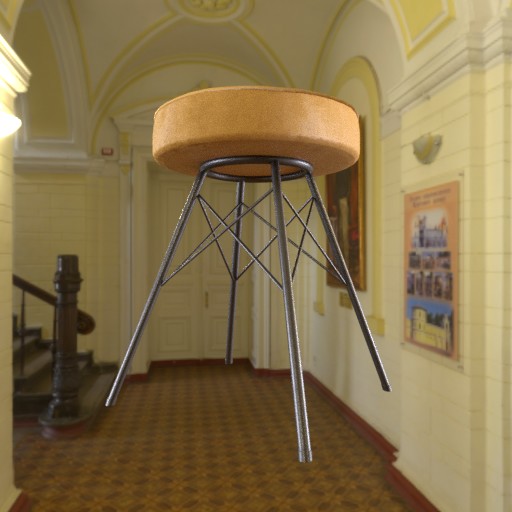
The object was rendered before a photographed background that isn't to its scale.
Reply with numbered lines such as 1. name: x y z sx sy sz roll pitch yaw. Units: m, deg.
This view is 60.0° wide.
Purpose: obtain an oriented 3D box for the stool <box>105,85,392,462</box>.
1. stool: 0.000 0.000 0.937 0.472 0.595 0.438 0 0 36
